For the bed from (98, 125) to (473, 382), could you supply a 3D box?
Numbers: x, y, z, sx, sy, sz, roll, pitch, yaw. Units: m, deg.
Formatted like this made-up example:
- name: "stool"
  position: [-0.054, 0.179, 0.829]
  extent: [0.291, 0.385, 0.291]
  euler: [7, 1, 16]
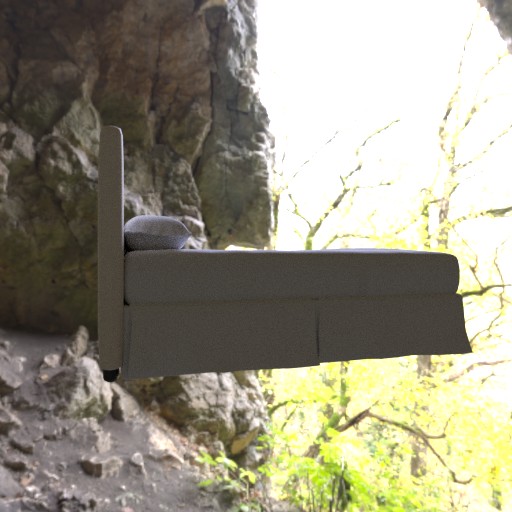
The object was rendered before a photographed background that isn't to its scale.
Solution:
- name: "bed"
  position: [0.000, 0.000, 3.507]
  extent: [2.341, 1.317, 2.119]
  euler: [0, 0, -19]
